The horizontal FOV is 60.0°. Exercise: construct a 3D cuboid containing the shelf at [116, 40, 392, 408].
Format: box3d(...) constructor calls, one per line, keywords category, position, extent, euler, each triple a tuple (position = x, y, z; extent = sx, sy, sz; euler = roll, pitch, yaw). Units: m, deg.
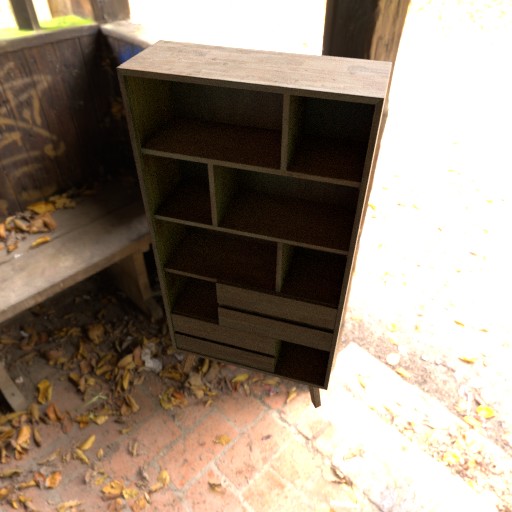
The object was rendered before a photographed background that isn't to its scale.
box3d(category="shelf", position=(0.000, 0.000, 1.765), extent=(0.748, 1.471, 0.308), euler=(11, 43, 13))
